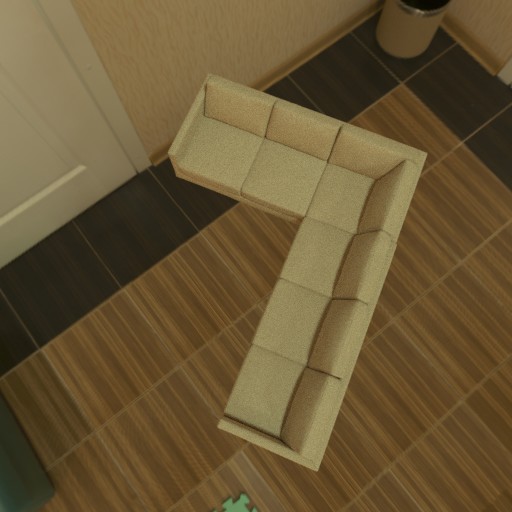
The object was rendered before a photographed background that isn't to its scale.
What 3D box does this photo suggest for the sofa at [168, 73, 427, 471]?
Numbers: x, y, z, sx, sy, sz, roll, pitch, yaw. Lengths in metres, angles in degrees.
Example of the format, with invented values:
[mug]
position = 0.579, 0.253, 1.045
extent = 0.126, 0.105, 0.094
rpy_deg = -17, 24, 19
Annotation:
[sofa]
position = 0.000, 0.000, 4.408
extent = 2.432, 0.863, 3.182
rpy_deg = 22, 76, 6
